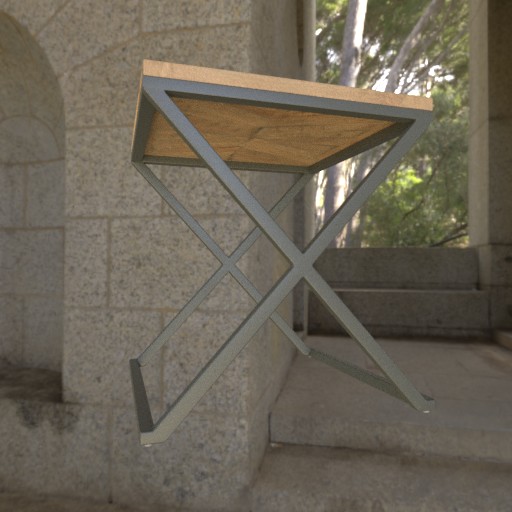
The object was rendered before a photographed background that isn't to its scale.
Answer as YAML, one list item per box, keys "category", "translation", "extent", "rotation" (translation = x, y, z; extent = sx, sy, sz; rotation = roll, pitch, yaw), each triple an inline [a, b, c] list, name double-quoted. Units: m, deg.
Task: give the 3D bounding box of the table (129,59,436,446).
- category: "table"
  translation: [0.000, 0.000, 0.934]
  extent: [0.498, 0.550, 0.499]
  rotation: [0, -1, -18]
